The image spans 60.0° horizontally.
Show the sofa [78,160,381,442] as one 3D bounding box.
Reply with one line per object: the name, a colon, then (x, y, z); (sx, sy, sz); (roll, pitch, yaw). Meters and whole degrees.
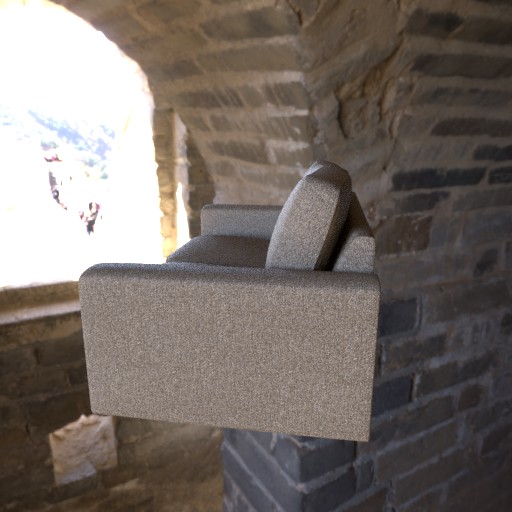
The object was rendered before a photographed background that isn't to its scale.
sofa: (0.000, 0.000, 2.178); (1.016, 0.873, 1.616); (2, 15, 9)
